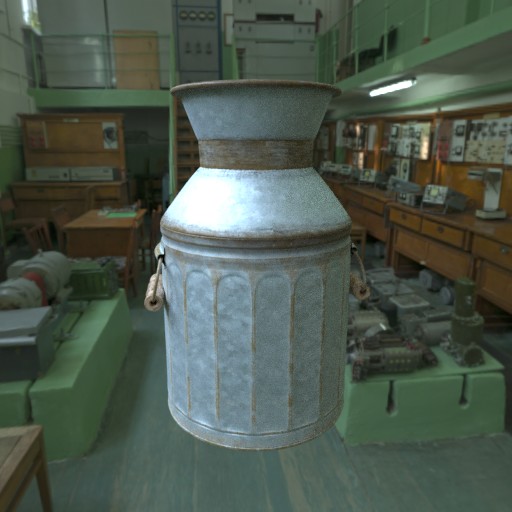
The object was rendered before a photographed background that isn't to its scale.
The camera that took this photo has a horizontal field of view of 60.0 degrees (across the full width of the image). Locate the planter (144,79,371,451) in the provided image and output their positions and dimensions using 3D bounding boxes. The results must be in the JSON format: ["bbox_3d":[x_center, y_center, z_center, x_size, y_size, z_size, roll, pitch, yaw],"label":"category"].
[{"bbox_3d":[0.000,0.000,0.508,0.248,0.358,0.215,-2,15,-8],"label":"planter"}]
